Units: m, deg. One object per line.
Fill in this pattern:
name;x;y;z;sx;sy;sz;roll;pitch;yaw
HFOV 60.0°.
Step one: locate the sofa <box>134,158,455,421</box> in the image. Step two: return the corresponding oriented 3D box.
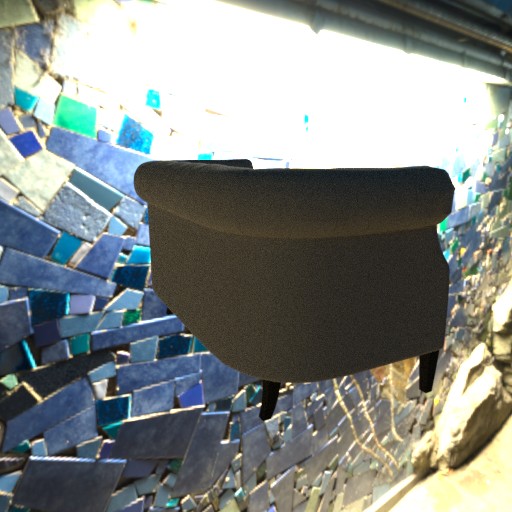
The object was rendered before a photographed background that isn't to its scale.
sofa;0.000;0.000;1.973;0.835;0.827;1.558;-7;15;-27
